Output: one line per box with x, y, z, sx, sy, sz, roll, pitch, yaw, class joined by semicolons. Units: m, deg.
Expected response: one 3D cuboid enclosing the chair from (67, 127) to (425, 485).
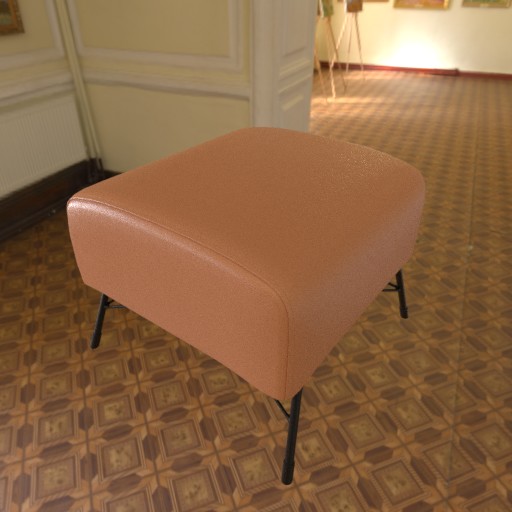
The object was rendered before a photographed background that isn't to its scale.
0.000;0.000;0.915;0.530;0.410;0.530;22;39;30;chair
